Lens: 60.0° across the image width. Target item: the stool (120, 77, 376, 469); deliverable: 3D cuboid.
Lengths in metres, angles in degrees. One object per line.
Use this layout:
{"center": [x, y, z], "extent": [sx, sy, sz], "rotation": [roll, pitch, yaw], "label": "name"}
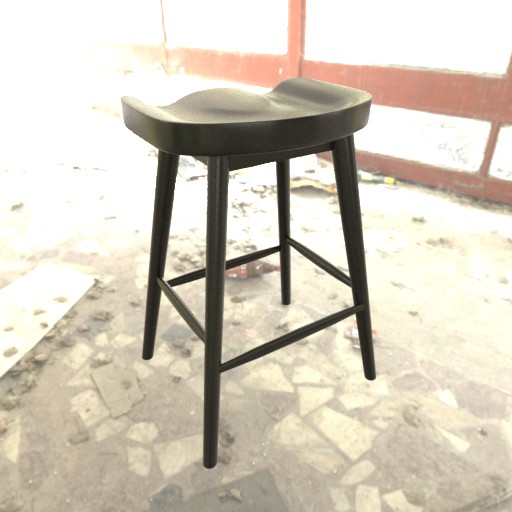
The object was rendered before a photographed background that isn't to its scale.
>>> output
{"center": [0.000, 0.000, 0.896], "extent": [0.440, 0.615, 0.361], "rotation": [-18, 35, -27], "label": "stool"}
